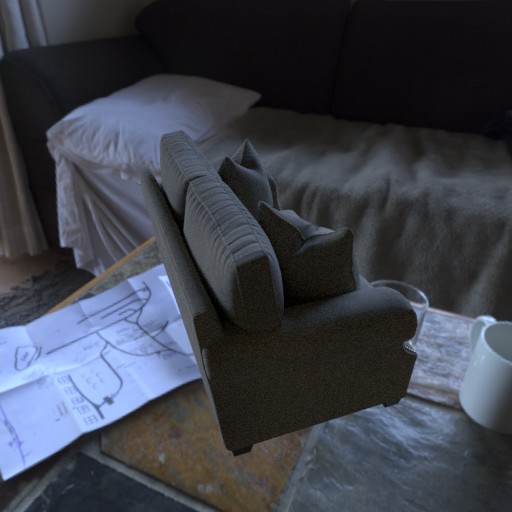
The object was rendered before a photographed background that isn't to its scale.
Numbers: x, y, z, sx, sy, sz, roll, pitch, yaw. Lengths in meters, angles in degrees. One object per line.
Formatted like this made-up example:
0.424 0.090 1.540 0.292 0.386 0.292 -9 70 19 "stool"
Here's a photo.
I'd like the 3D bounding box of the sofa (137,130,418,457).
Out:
0.000 0.000 2.309 0.966 0.966 1.701 -10 32 -17 "sofa"
